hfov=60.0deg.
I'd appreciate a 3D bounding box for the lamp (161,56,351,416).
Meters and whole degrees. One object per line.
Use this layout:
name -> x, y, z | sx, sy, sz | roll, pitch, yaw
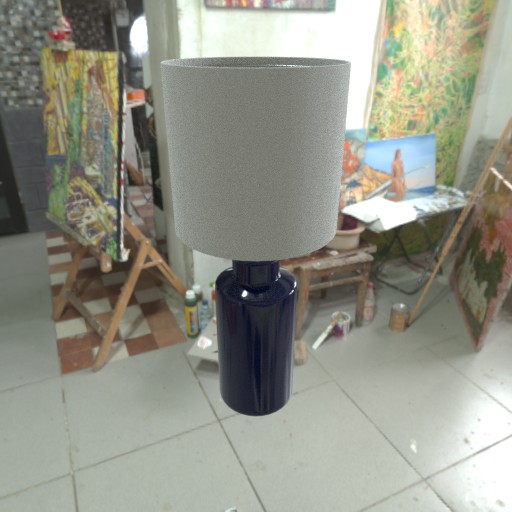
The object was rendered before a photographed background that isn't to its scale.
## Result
lamp -> 0.000, 0.000, 0.611 | 0.212, 0.493, 0.212 | 18, 32, 31
